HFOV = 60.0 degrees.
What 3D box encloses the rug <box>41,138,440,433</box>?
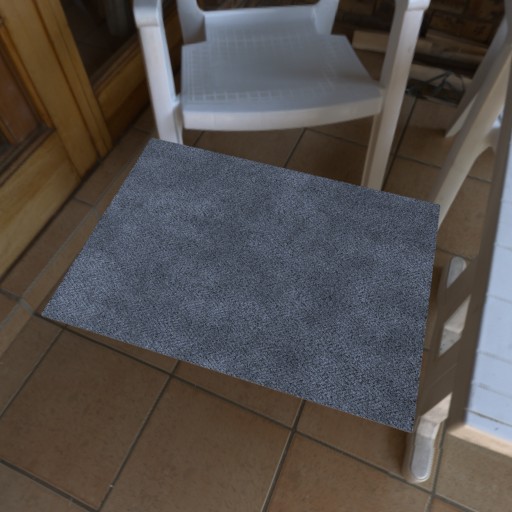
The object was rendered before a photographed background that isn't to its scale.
[{"bbox_3d":[0.000,0.000,2.915,2.235,0.008,1.600,15,59,9],"label":"rug"}]
